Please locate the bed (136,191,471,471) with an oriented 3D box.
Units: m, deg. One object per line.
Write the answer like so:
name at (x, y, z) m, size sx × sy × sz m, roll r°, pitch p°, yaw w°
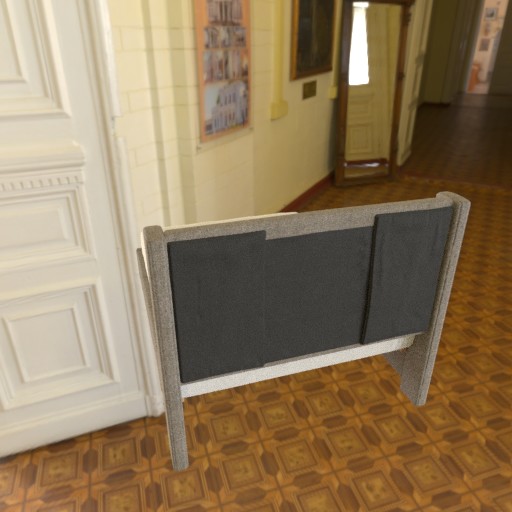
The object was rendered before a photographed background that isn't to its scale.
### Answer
bed at (0.000, 0.000, 3.414) m, size 1.714 × 1.481 × 2.245 m, roll -8°, pitch 28°, yaw -16°
